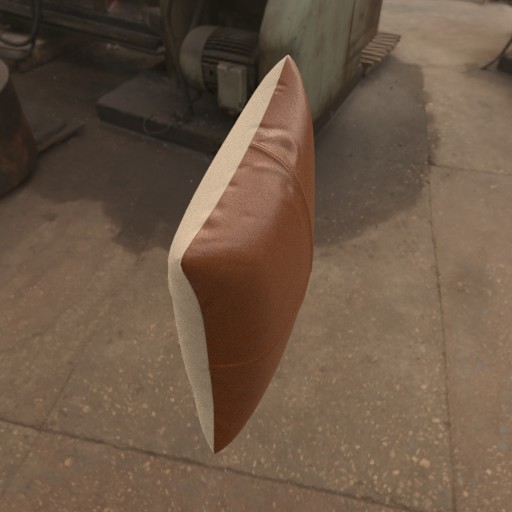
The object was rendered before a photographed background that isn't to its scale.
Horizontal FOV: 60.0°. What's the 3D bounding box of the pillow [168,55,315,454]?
[{"bbox_3d":[0.000,0.000,0.747,0.192,0.477,0.501,10,47,10],"label":"pillow"}]
